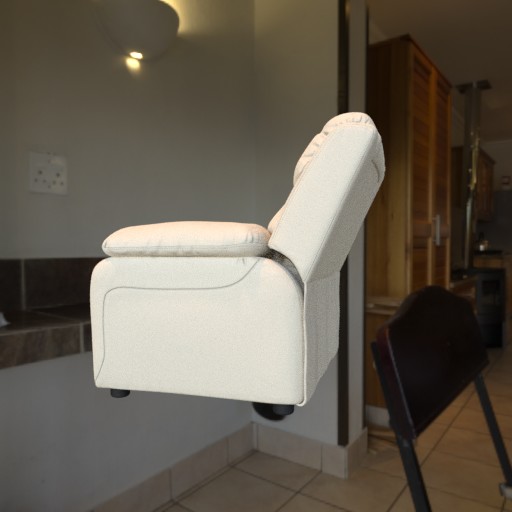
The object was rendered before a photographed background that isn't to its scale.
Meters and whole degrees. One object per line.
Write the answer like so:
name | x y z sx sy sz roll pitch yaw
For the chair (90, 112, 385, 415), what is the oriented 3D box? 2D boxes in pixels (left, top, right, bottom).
chair | 0.000 0.000 1.282 0.709 0.702 0.680 0 1 18
